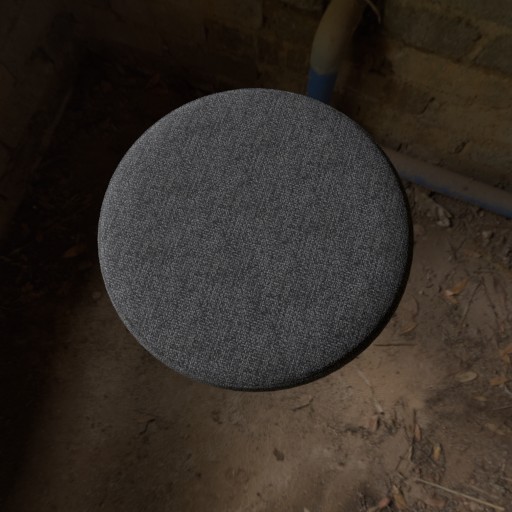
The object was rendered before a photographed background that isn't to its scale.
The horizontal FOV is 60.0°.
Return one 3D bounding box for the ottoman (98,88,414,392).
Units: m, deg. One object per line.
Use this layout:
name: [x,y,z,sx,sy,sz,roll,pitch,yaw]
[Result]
ottoman: [0.000,0.000,0.902,0.520,0.430,0.520,0,75,0]
